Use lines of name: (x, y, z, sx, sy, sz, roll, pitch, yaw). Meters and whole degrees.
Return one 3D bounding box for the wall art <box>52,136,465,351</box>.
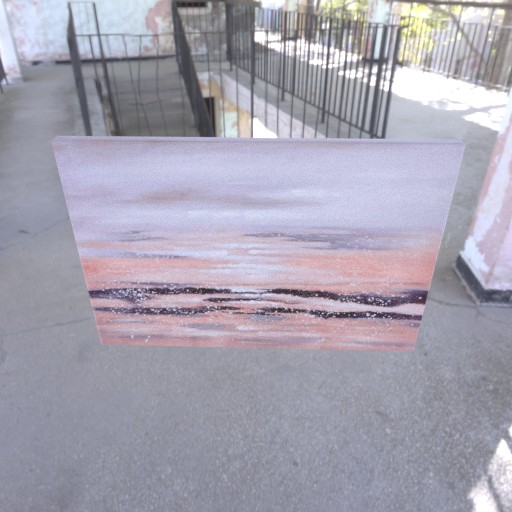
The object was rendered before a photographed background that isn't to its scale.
wall art: (0.000, 0.000, 1.149, 0.913, 0.609, 0.038, 1, 32, 2)
